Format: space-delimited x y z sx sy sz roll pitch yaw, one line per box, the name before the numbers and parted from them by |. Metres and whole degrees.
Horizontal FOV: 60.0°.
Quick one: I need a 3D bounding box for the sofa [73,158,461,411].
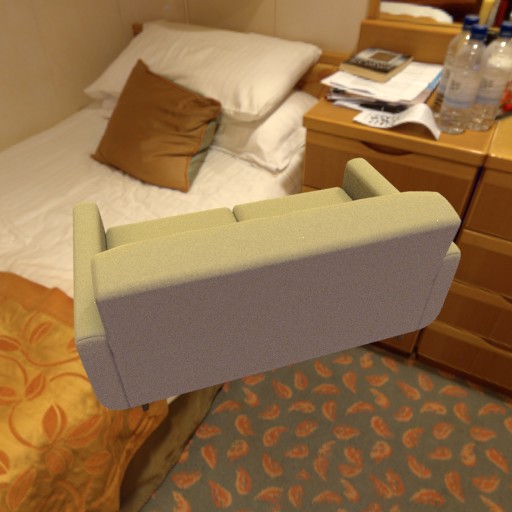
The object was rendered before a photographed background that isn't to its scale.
sofa | 0.000 0.000 2.188 1.655 0.892 0.980 -12 41 -13
